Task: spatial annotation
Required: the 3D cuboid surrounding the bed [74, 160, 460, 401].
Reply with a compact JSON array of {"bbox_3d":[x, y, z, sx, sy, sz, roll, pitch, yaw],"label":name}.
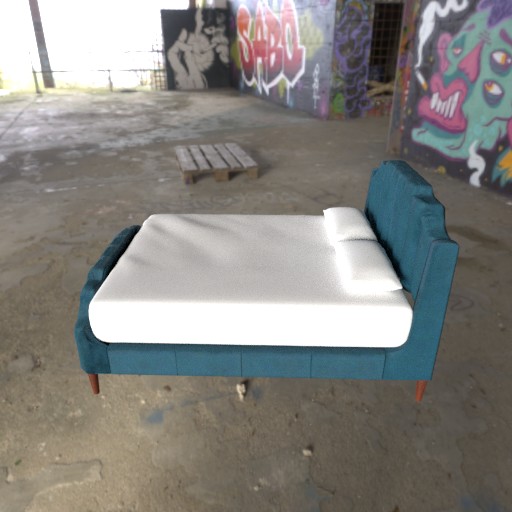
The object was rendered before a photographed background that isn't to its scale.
[{"bbox_3d":[0.000,0.000,3.427,2.322,1.351,1.676,1,26,2],"label":"bed"}]
